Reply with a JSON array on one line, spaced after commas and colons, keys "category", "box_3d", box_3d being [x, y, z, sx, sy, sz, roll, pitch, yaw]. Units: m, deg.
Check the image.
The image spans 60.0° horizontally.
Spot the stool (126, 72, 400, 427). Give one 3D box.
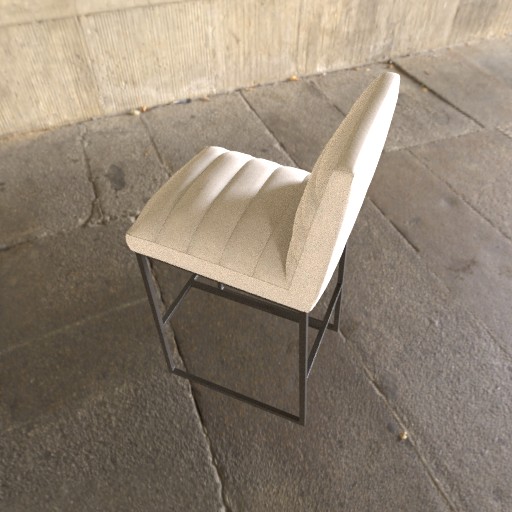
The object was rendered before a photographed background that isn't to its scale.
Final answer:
[{"category": "stool", "box_3d": [0.000, 0.000, 1.354, 0.573, 1.061, 0.464, 17, 49, 16]}]
